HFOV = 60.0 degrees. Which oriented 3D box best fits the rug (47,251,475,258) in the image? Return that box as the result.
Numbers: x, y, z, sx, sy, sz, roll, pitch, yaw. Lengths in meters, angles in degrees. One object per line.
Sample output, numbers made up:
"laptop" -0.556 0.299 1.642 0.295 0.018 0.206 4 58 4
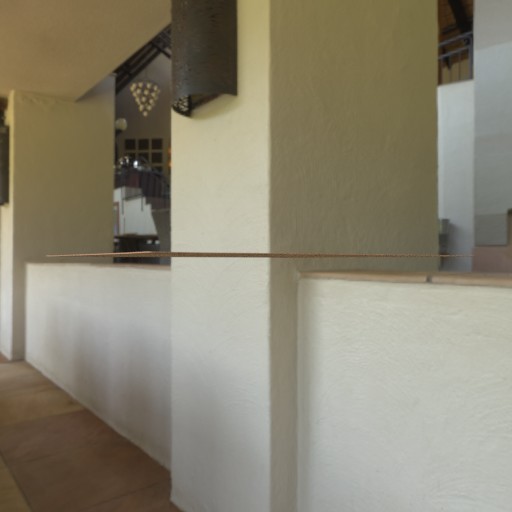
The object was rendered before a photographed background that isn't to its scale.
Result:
"rug" 0.000 0.000 4.020 3.045 0.011 2.436 0 -1 -36
